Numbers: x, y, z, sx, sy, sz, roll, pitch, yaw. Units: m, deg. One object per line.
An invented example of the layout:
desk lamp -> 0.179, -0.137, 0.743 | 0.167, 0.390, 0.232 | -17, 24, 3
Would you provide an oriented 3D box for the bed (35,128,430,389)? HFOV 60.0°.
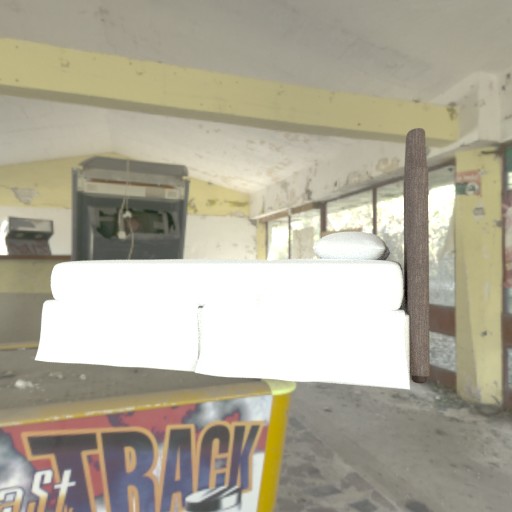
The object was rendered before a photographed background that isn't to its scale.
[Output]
bed -> 0.000, 0.000, 3.982 | 2.773, 1.590, 2.350 | 0, -1, 18
